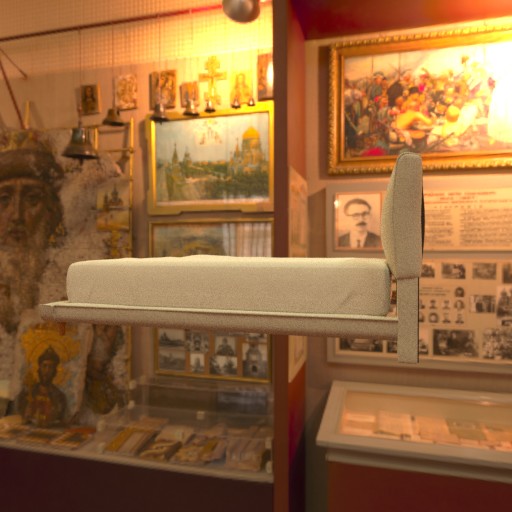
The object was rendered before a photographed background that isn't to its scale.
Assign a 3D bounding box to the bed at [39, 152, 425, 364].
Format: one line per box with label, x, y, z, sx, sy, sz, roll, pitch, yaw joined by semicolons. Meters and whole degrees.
bed;0.000;0.000;3.592;2.498;1.126;1.980;0;1;17
